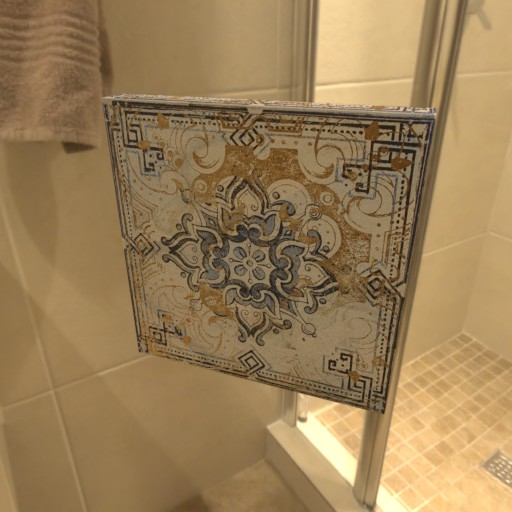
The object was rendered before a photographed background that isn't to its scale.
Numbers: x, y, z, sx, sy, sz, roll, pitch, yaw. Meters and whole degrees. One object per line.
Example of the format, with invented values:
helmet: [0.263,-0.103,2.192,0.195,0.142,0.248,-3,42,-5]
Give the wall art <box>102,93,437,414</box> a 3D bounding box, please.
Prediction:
wall art: [0.000,0.000,0.462,0.302,0.306,0.038,9,28,18]
